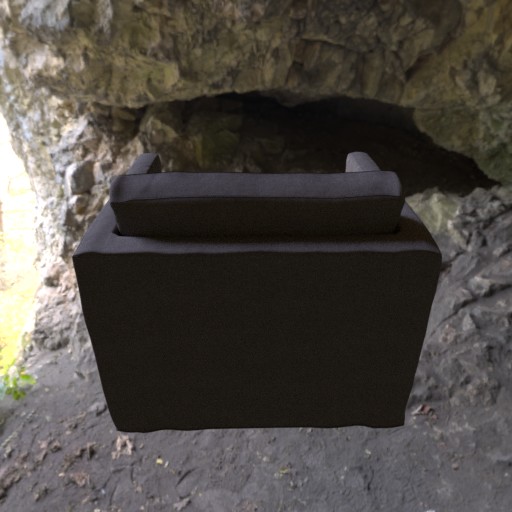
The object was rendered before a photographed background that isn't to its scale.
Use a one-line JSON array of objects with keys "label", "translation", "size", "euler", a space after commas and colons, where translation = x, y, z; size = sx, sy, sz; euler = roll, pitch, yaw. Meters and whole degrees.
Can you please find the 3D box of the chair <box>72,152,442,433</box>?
[{"label": "chair", "translation": [0.000, 0.000, 1.730], "size": [1.057, 0.863, 0.949], "euler": [-1, 30, -1]}]
